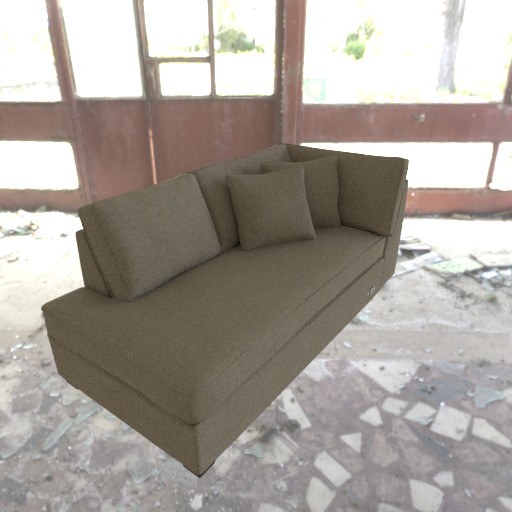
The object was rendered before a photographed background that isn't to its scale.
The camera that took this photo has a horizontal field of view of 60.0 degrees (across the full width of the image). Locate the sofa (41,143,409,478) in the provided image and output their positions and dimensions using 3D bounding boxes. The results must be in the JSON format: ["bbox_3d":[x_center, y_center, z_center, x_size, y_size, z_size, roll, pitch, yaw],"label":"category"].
[{"bbox_3d":[0.000,0.000,2.720,1.110,1.019,2.238,18,32,33],"label":"sofa"}]
